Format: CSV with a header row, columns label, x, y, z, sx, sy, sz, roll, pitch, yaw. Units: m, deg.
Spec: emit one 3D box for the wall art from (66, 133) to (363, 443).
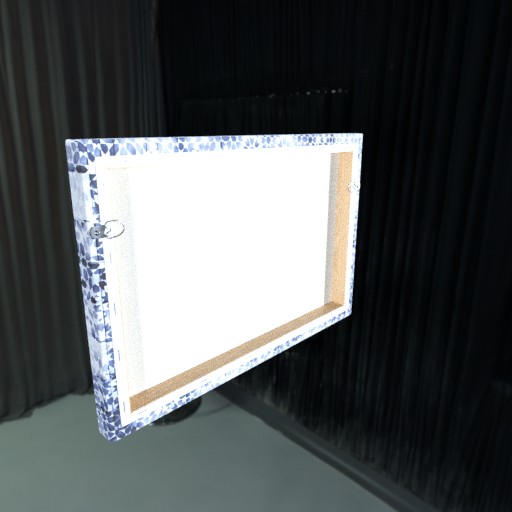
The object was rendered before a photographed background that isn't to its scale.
label,x,y,z,sx,sy,sz,roll,pitch,yaw
wall art,0.000,0.000,1.160,0.057,0.608,0.911,15,22,42
